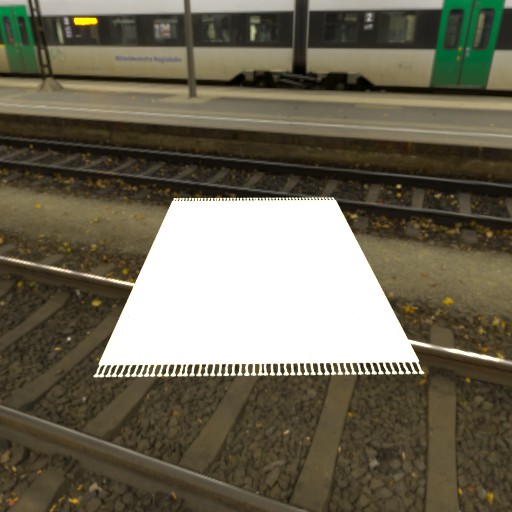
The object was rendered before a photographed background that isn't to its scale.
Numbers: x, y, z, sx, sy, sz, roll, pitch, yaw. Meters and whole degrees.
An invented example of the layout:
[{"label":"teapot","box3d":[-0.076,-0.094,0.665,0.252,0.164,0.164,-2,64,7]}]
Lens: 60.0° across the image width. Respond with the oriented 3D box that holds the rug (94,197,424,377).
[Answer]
[{"label":"rug","box3d":[0.000,0.000,3.126,1.524,0.010,2.438,0,27,-1]}]
